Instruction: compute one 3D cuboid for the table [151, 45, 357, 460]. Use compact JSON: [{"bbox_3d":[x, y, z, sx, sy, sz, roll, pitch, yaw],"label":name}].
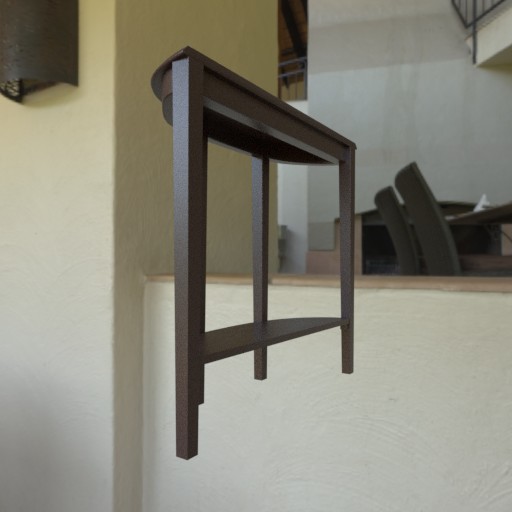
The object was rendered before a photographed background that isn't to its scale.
[{"bbox_3d":[0.000,0.000,1.321,0.274,0.831,0.909,-1,-1,34],"label":"table"}]
